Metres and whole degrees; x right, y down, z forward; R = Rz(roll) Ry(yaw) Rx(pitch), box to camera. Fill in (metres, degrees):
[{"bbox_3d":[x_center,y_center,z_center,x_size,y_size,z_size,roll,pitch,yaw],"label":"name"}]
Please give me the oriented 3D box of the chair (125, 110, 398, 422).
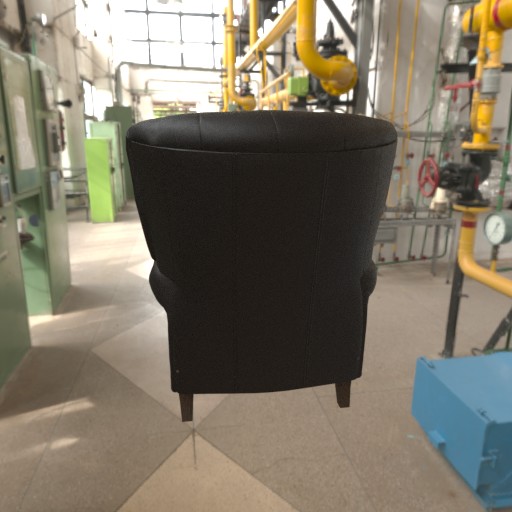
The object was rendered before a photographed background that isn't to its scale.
[{"bbox_3d":[0.000,0.000,1.917,0.948,1.158,1.058,-2,15,-8],"label":"chair"}]
